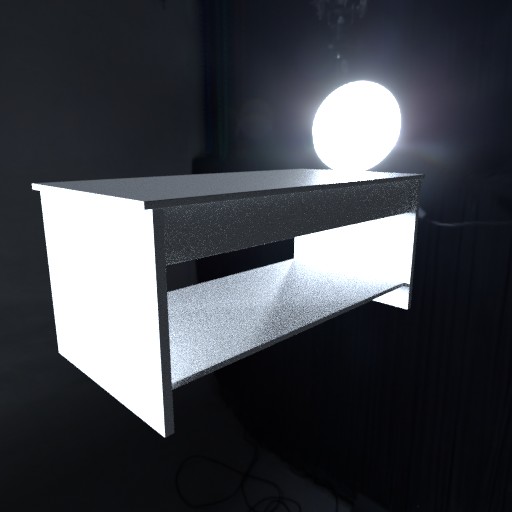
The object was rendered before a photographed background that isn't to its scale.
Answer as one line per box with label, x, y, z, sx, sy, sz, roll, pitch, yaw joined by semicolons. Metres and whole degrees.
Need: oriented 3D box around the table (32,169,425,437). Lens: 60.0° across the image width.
table;0.000;0.000;1.272;1.000;0.441;0.500;-13;19;-43
